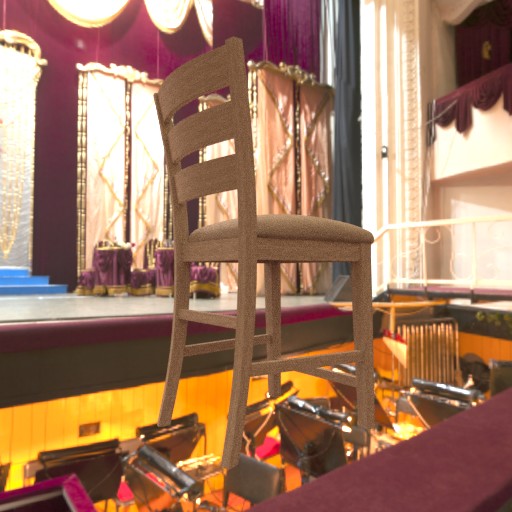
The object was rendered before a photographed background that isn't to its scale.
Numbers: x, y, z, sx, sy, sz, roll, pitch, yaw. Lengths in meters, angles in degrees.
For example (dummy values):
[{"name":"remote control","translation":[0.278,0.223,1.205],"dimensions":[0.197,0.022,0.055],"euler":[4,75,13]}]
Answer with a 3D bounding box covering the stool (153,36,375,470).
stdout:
[{"name":"stool","translation":[0.000,0.000,1.363],"dimensions":[0.569,1.032,0.484],"euler":[2,-2,-37]}]
